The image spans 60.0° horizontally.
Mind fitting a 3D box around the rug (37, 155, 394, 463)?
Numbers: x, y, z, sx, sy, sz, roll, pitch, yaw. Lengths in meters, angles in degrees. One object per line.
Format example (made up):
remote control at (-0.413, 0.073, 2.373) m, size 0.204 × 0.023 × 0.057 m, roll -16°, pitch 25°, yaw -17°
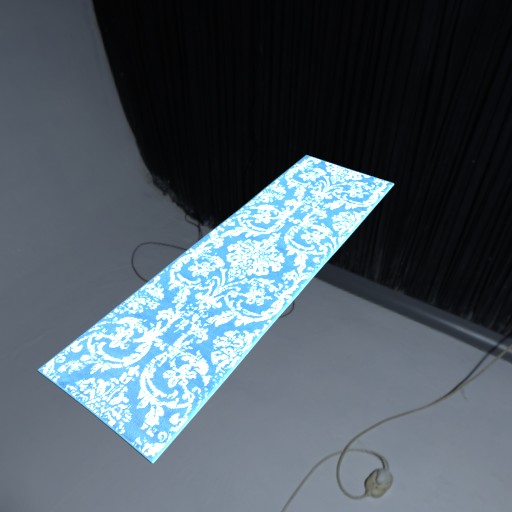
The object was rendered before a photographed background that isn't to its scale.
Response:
rug at (0.000, 0.000, 2.352) m, size 0.662 × 0.011 × 2.196 m, roll 25°, pitch 47°, yaw 25°
